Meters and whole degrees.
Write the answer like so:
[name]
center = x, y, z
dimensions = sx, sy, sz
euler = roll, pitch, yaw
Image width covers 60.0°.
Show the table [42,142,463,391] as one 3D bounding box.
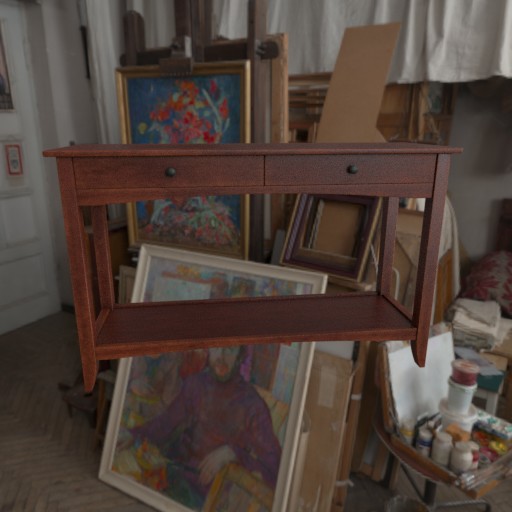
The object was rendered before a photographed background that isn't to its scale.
[table]
center = 0.000, 0.000, 1.530
dimensions = 1.188, 0.739, 0.392
euler = -2, 17, -7
